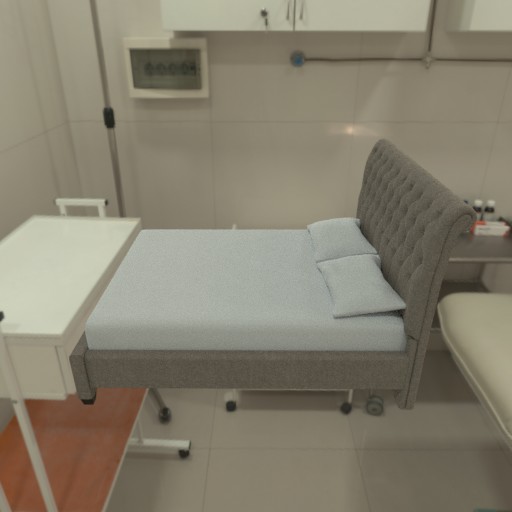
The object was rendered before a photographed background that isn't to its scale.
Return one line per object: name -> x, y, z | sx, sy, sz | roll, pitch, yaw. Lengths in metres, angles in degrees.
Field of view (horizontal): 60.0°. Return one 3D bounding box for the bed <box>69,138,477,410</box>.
bed -> 0.000, 0.000, 3.256 | 2.252, 1.371, 1.645 | 0, 27, 0
